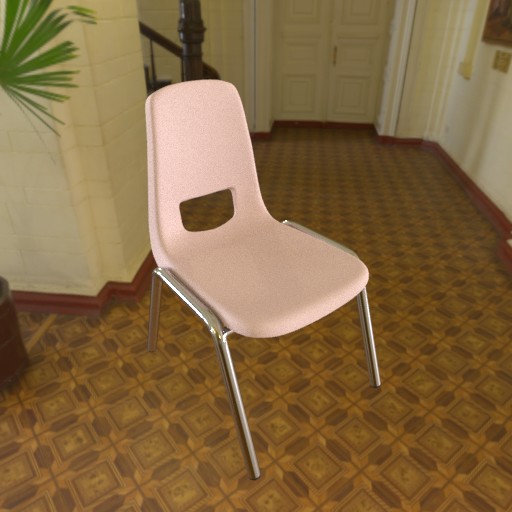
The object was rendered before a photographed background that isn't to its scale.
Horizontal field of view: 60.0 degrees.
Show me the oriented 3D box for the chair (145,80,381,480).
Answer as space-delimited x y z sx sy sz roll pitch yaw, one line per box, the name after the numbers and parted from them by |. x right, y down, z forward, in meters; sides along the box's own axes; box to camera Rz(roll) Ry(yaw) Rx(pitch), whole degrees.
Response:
0.000 0.000 0.848 0.354 0.586 0.423 -22 37 -33 | chair
